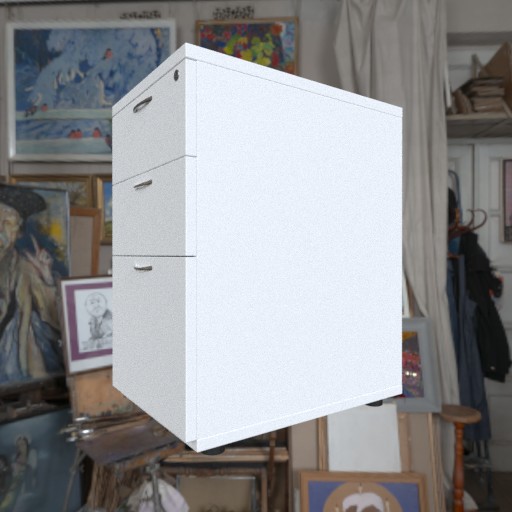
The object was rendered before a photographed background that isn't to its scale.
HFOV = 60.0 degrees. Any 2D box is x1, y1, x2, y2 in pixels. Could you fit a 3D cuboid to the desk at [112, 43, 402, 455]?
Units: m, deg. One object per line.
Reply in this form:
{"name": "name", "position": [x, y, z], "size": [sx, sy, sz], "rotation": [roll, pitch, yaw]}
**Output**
{"name": "desk", "position": [0.000, 0.000, 1.087], "size": [0.600, 0.730, 0.404], "rotation": [0, 0, -35]}
